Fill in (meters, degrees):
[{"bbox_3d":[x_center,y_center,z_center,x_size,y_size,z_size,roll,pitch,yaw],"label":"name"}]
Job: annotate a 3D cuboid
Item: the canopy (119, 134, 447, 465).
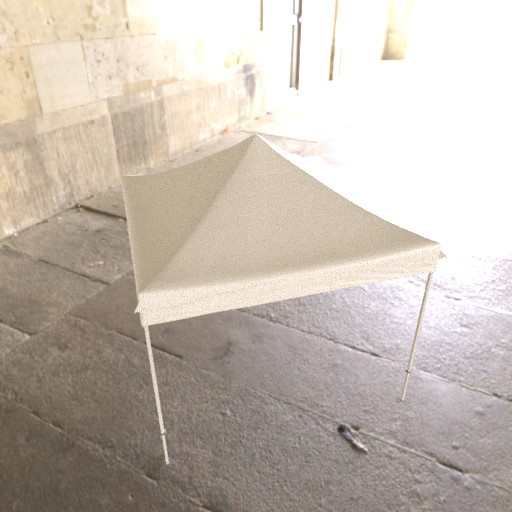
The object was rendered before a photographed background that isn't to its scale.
[{"bbox_3d":[0.000,0.000,5.477,2.994,2.998,2.996,-9,31,-15],"label":"canopy"}]
